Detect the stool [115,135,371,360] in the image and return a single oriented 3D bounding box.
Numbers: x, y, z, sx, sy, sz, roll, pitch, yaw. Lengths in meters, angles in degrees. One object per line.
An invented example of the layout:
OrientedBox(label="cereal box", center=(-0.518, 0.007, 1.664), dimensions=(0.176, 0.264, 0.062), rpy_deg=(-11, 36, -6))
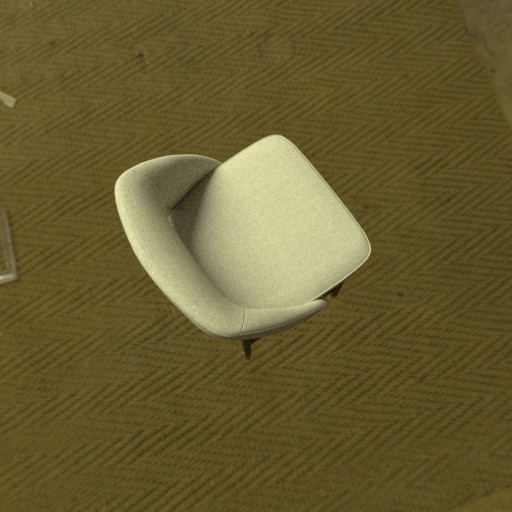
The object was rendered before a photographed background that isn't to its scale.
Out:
OrientedBox(label="stool", center=(0.000, 0.000, 1.335), dimensions=(0.509, 1.037, 0.494), rpy_deg=(-34, 78, -8))
